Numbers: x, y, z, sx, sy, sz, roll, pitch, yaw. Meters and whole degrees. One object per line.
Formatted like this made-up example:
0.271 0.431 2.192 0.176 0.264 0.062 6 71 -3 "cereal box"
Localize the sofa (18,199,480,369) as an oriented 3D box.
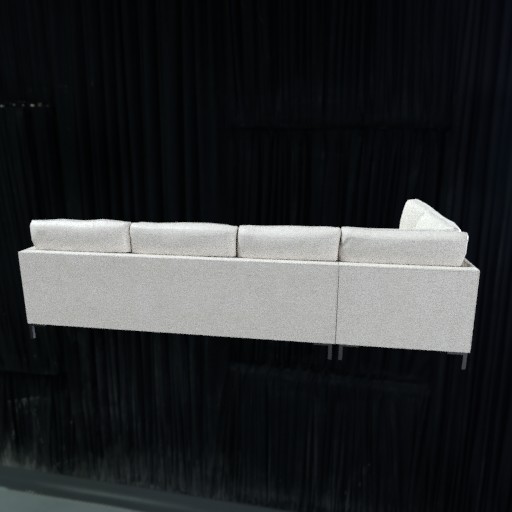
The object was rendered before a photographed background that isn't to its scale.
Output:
0.000 0.000 4.186 3.384 0.996 2.048 2 15 9 "sofa"
